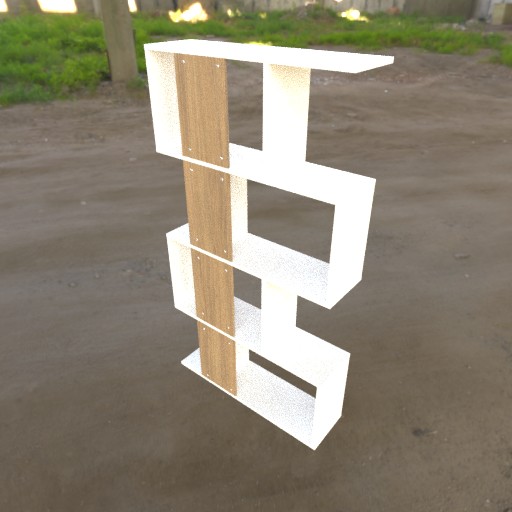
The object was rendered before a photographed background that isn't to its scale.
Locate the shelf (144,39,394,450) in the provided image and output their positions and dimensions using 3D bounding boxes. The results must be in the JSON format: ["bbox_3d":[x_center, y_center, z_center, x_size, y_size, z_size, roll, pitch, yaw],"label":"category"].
[{"bbox_3d":[0.000,0.000,1.947,0.890,1.650,0.250,22,38,32],"label":"shelf"}]
